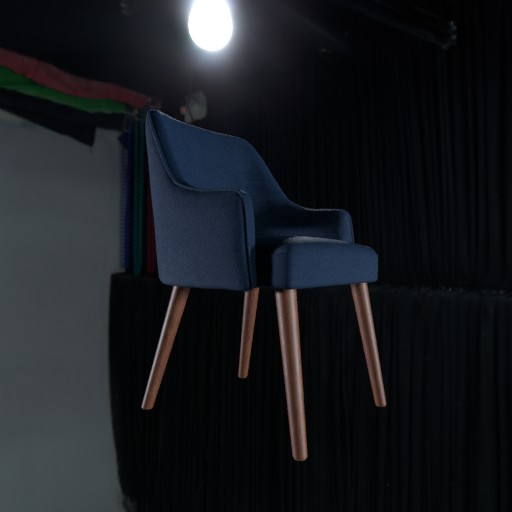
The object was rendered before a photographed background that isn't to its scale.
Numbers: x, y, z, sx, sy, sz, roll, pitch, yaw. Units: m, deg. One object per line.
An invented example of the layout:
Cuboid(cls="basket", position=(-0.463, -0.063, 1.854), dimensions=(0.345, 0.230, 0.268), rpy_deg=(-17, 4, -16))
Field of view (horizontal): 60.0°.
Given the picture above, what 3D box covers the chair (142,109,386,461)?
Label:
Cuboid(cls="chair", position=(0.000, 0.000, 1.262), dimensions=(0.591, 0.844, 0.559), rpy_deg=(0, -1, 38))
